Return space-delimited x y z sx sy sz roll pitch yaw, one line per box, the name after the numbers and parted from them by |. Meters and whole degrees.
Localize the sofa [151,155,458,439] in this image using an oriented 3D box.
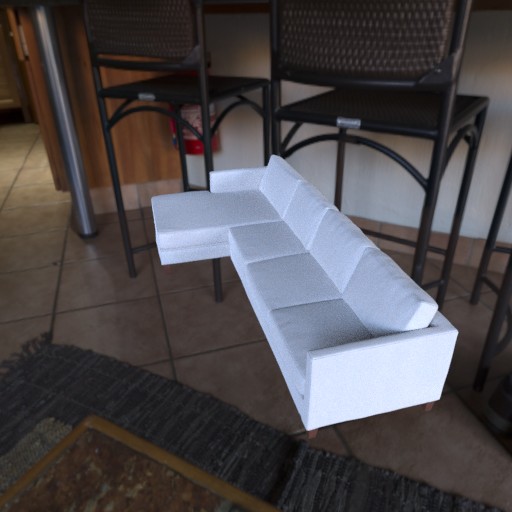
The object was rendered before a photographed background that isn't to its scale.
0.000 0.000 3.859 1.625 0.861 3.186 -8 31 -13 | sofa
